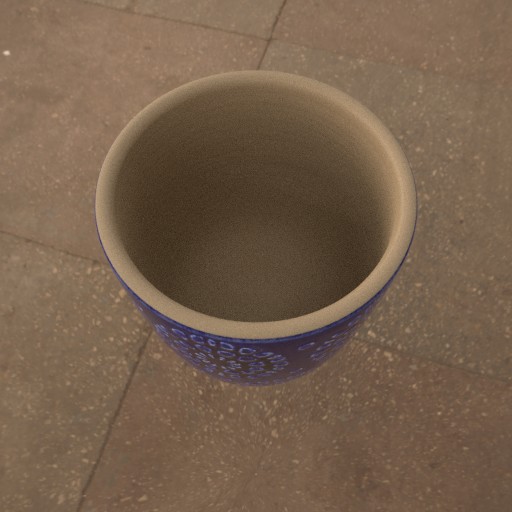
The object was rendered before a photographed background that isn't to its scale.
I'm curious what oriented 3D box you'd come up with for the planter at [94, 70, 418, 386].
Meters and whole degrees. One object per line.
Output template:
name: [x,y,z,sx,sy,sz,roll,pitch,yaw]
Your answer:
planter: [0.000,0.000,0.198,0.109,0.112,0.109,0,64,0]
